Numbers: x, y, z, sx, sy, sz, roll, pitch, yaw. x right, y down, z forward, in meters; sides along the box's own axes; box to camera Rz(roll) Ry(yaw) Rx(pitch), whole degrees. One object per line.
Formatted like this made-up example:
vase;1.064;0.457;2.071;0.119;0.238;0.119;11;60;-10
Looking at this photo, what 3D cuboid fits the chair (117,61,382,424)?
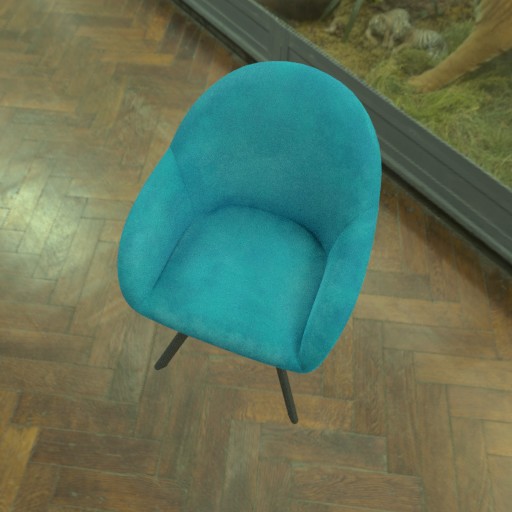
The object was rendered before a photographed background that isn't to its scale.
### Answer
chair;0.000;0.000;1.194;0.550;0.795;0.590;18;61;10
